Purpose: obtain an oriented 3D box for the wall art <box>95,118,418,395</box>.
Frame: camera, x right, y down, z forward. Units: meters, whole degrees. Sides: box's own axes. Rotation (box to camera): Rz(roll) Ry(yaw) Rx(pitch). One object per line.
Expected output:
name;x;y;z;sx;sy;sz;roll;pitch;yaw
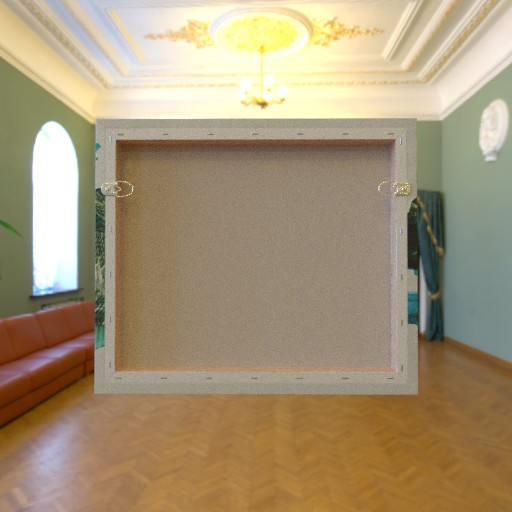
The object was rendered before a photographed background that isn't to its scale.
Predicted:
wall art;0.000;0.000;0.714;0.507;0.435;0.041;0;-1;0
